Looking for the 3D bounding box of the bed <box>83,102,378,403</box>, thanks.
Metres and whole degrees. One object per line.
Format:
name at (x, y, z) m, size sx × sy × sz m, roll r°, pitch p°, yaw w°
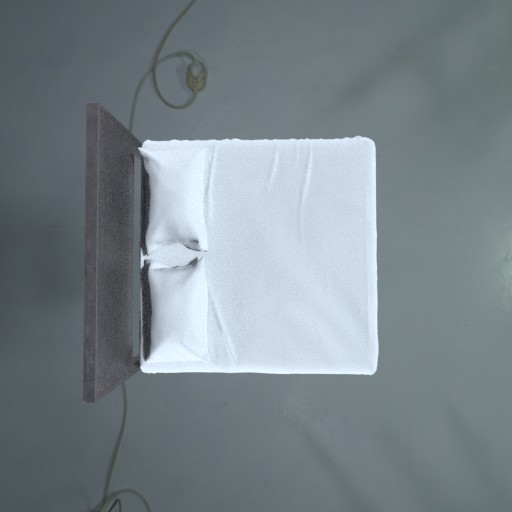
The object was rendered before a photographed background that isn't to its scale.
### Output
bed at (0.000, 0.000, 2.893) m, size 1.785 × 1.142 × 1.772 m, roll 0°, pitch 88°, yaw 2°
